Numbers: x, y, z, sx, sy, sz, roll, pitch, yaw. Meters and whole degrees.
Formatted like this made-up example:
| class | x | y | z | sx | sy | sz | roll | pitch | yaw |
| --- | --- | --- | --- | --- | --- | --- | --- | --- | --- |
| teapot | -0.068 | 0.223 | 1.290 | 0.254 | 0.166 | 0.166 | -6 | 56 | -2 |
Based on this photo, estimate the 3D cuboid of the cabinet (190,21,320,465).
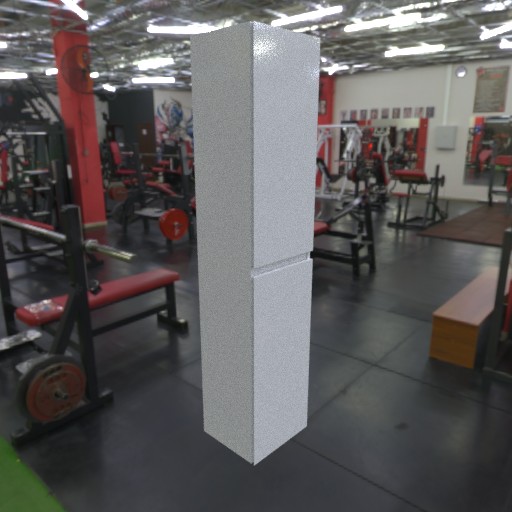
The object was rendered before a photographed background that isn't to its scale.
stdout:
| class | x | y | z | sx | sy | sz | roll | pitch | yaw |
| --- | --- | --- | --- | --- | --- | --- | --- | --- | --- |
| cabinet | 0.000 | 0.000 | 1.549 | 0.270 | 1.400 | 0.300 | 14 | 21 | 42 |
